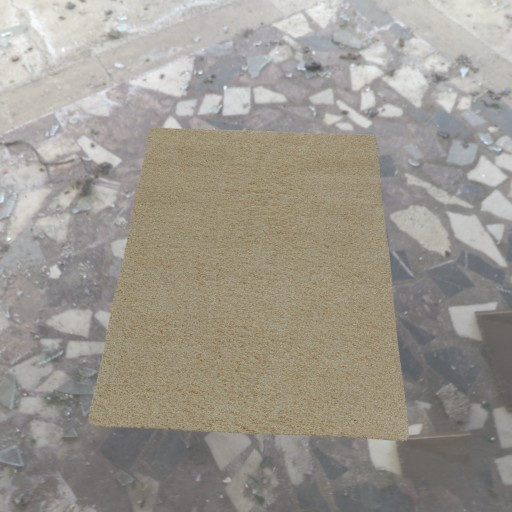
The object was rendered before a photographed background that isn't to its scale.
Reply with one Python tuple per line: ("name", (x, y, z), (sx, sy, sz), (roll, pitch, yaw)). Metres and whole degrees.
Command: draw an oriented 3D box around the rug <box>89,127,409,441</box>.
("rug", (0.000, 0.000, 4.001), (2.401, 0.025, 3.001), (2, 62, 1))
